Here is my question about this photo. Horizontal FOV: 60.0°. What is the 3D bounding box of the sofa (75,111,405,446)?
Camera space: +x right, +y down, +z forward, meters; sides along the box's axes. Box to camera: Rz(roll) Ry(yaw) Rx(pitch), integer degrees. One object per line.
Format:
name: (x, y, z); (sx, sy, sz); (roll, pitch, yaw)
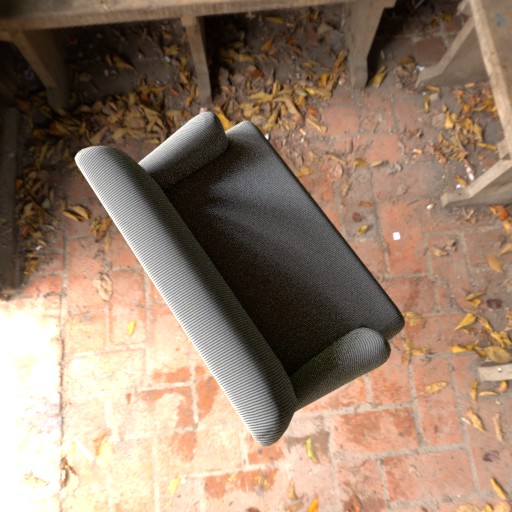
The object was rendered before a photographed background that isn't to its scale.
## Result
sofa: (0.000, 0.000, 1.901); (0.779, 0.889, 1.297); (-34, 78, -8)
